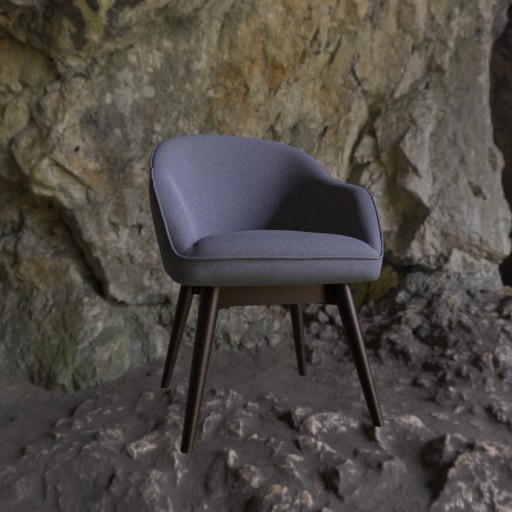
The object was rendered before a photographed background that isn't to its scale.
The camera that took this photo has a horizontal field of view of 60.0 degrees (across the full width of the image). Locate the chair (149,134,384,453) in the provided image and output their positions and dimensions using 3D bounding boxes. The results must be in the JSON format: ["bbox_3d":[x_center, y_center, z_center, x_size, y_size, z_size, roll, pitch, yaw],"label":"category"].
[{"bbox_3d":[0.000,0.000,1.233,0.589,0.810,0.611,0,1,-17],"label":"chair"}]
